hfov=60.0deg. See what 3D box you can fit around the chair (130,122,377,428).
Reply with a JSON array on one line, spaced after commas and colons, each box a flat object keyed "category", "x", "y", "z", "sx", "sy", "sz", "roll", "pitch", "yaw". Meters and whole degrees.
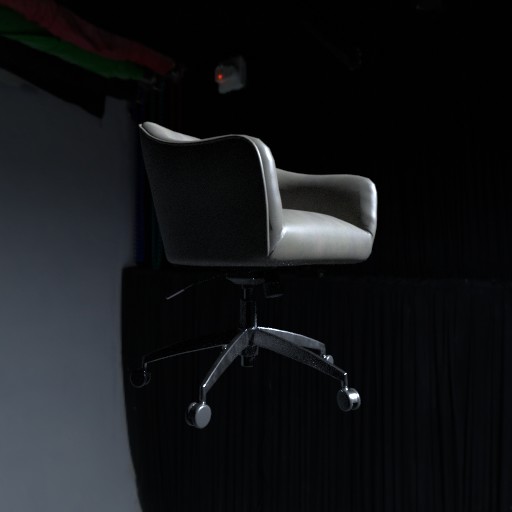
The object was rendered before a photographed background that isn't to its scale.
[{"category": "chair", "x": 0.000, "y": 0.000, "z": 1.379, "sx": 0.689, "sy": 0.827, "sz": 0.713, "roll": 0, "pitch": 0, "yaw": 36}]
